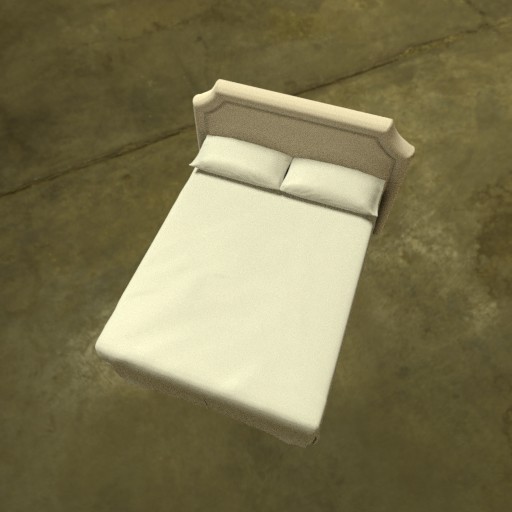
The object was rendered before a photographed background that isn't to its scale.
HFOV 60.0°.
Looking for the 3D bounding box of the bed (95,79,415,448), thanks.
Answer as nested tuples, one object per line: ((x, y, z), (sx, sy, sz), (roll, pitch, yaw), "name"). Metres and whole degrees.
((0.000, 0.000, 3.366), (1.828, 1.297, 2.164), (17, 60, 10), "bed")
